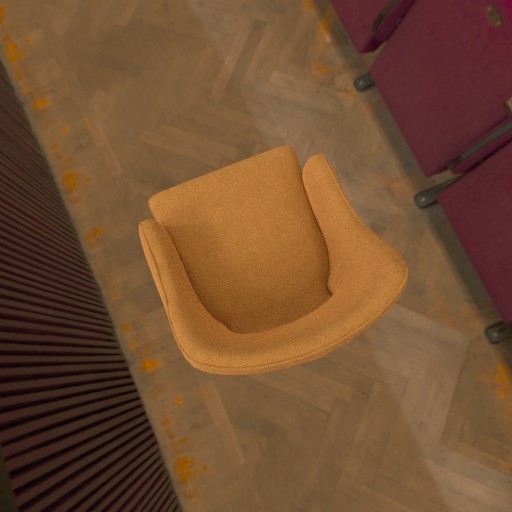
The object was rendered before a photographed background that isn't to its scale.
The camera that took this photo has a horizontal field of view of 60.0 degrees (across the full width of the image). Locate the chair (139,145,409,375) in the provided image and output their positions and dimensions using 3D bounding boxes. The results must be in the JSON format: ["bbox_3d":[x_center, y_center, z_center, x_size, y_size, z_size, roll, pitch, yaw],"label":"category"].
[{"bbox_3d":[0.000,0.000,1.241,0.548,0.849,0.605,-22,78,-5],"label":"chair"}]
